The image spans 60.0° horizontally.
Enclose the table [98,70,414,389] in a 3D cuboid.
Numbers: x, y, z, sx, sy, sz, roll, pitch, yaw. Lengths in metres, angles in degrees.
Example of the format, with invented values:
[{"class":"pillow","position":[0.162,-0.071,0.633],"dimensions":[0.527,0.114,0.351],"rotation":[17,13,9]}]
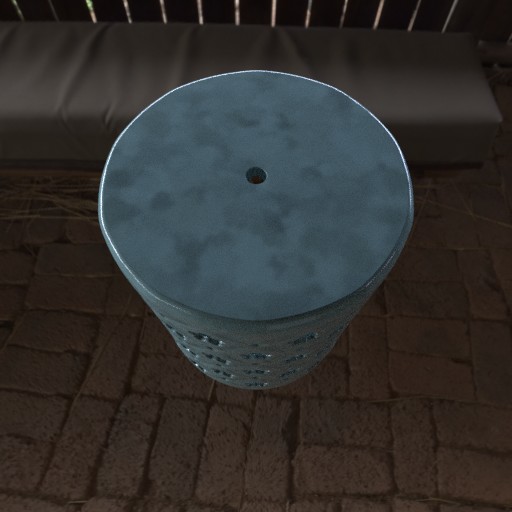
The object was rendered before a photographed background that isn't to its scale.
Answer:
[{"class":"table","position":[0.000,0.000,0.659],"dimensions":[0.352,0.387,0.352],"rotation":[0,63,0]}]
